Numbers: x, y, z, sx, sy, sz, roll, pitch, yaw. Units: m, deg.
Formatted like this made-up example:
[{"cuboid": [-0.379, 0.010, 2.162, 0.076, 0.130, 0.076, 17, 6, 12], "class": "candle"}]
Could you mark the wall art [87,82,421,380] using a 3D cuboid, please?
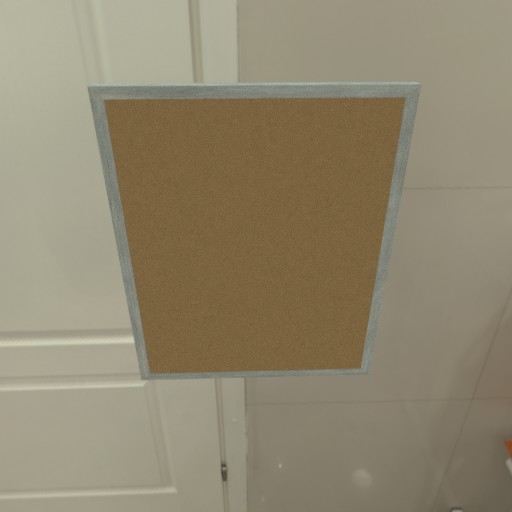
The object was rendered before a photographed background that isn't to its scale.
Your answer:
[{"cuboid": [0.000, 0.000, 0.793, 0.479, 0.582, 0.022, -1, 31, -2], "class": "wall art"}]
